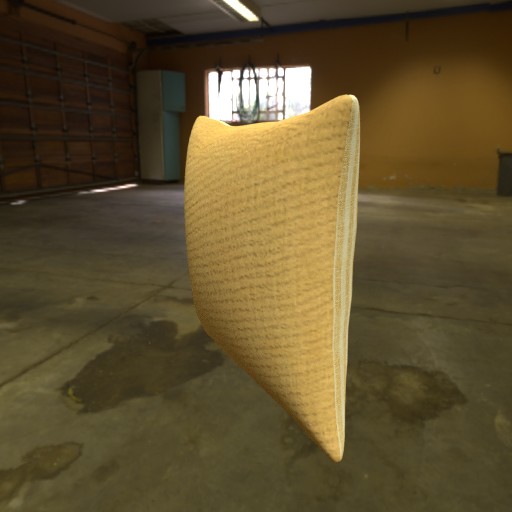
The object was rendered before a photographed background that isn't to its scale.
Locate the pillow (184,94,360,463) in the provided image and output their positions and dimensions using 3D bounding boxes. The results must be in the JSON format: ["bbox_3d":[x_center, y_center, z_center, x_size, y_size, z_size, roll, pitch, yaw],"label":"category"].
[{"bbox_3d":[0.000,0.000,0.641,0.173,0.407,0.419,-7,16,-26],"label":"pillow"}]
